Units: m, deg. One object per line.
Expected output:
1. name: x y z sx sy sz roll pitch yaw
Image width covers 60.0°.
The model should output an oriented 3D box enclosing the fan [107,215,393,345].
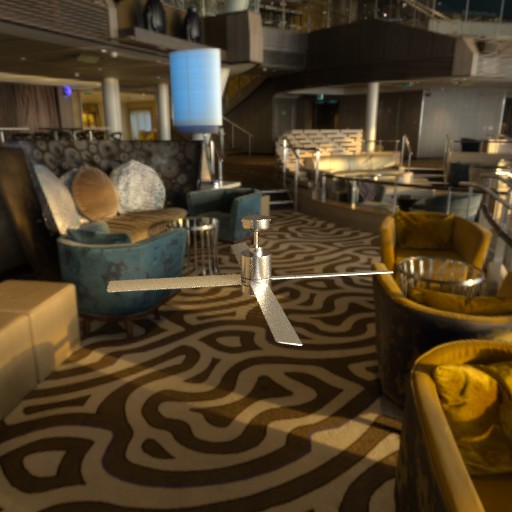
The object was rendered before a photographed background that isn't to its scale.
1. fan: 0.000 0.000 2.021 1.322 0.355 1.322 -3 16 -9
